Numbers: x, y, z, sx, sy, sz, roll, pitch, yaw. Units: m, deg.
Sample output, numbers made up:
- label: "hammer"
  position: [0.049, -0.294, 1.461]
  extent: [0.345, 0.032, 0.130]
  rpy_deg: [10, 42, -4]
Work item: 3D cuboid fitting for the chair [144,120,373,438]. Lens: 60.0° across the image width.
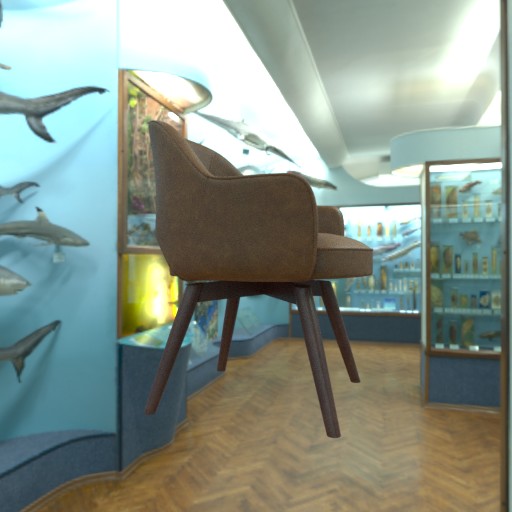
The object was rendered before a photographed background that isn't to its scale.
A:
- label: "chair"
  position: [0.000, 0.000, 1.248]
  extent: [0.640, 0.777, 0.591]
  rpy_deg: [0, -1, 18]
